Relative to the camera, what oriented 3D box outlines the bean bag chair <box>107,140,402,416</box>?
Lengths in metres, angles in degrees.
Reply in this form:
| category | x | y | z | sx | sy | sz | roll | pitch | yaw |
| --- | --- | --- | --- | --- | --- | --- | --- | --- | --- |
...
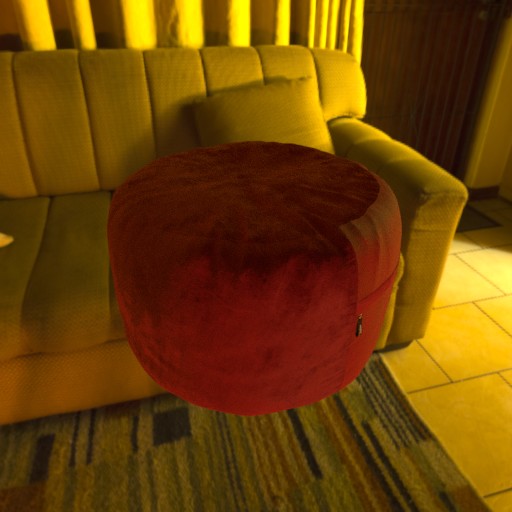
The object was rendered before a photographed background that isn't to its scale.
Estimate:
| category | x | y | z | sx | sy | sz | roll | pitch | yaw |
| --- | --- | --- | --- | --- | --- | --- | --- | --- | --- |
| bean bag chair | 0.000 | 0.000 | 1.964 | 1.219 | 0.762 | 1.219 | 0 | 32 | 0 |
